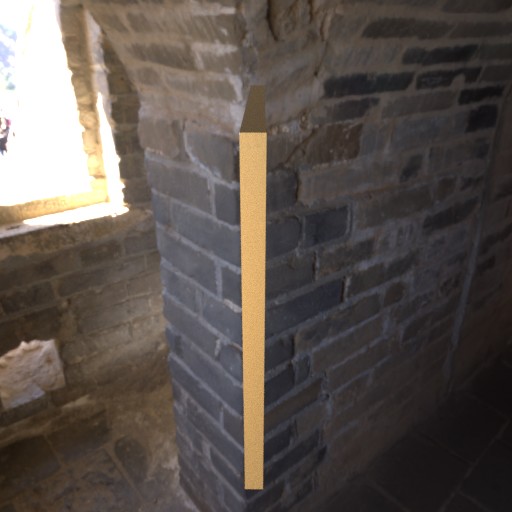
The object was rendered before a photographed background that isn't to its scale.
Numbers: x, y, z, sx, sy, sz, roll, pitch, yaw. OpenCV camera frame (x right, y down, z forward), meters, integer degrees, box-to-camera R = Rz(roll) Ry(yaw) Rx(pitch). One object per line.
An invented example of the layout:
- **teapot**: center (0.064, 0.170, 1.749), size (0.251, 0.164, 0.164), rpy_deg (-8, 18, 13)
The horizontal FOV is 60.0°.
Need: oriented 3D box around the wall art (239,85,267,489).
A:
- **wall art**: center (0.000, 0.000, 2.894), size (0.099, 1.926, 1.926), rpy_deg (0, 26, 1)
